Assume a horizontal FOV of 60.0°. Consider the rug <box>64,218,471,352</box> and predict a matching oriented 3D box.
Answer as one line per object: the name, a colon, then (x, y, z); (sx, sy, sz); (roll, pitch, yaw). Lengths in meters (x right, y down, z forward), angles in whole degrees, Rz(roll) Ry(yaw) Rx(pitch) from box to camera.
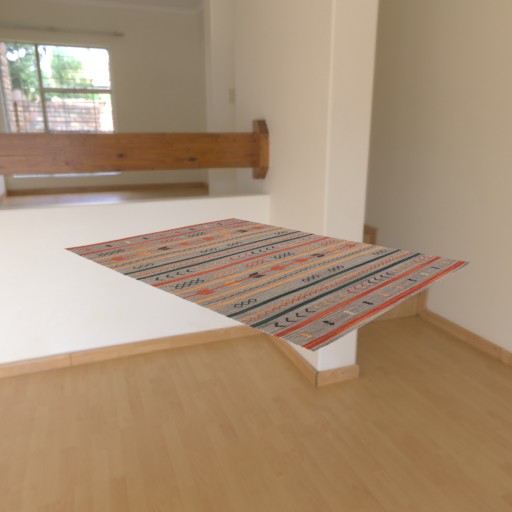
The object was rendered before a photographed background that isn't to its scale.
rug: (0.000, 0.000, 4.077); (3.029, 0.022, 2.263); (15, 21, 42)
